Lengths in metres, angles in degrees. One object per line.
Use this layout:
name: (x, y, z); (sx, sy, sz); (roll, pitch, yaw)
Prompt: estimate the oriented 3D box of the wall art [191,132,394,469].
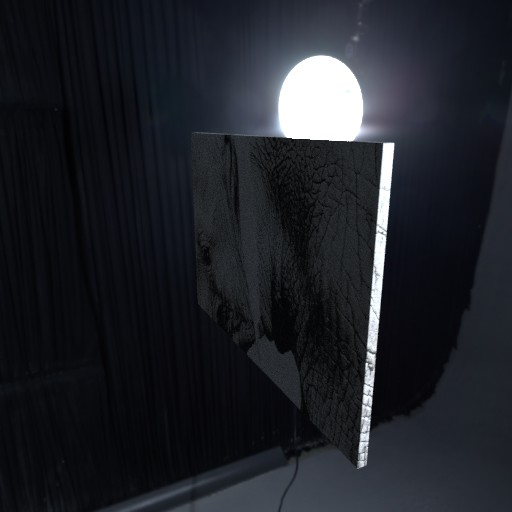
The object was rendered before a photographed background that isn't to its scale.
wall art: (0.000, 0.000, 1.160); (0.023, 0.607, 0.914); (-8, 18, -25)
